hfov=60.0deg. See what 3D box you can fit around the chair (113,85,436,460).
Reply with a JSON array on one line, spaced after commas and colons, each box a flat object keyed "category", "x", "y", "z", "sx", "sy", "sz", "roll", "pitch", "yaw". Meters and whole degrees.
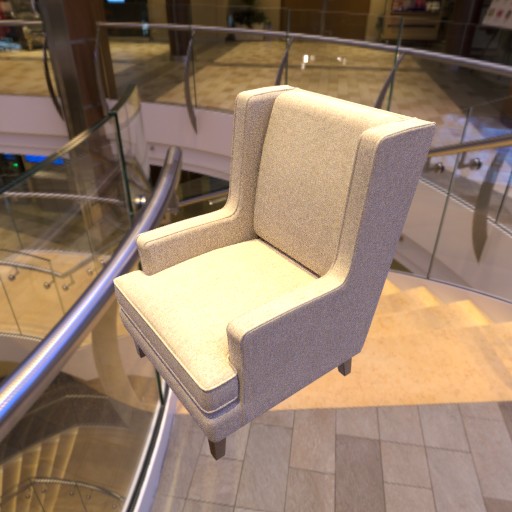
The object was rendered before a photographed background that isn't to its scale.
[{"category": "chair", "x": 0.000, "y": 0.000, "z": 1.759, "sx": 0.948, "sy": 1.082, "sz": 0.764, "roll": -22, "pitch": 38, "yaw": -31}]
